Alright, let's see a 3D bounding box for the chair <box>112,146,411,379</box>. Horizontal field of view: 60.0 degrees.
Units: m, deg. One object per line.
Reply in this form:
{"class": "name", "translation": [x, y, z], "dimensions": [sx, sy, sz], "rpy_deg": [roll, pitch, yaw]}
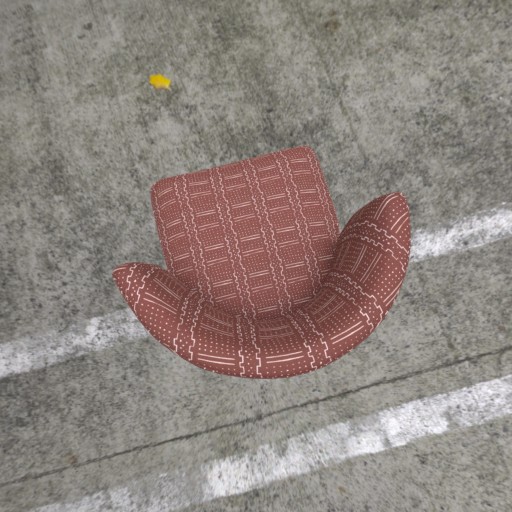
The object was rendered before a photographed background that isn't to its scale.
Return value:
{"class": "chair", "translation": [0.000, 0.000, 1.421], "dimensions": [0.706, 0.866, 0.758], "rpy_deg": [-15, 76, -4]}
